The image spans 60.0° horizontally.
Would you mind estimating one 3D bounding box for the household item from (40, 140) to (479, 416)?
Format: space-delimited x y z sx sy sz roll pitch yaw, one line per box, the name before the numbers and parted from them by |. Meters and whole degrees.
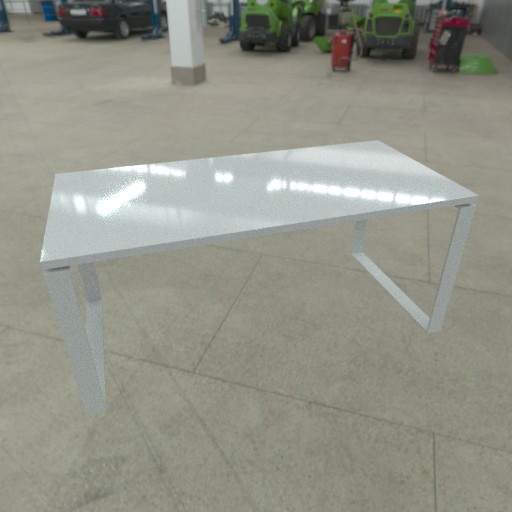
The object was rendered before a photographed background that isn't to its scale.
household item | 0.000 0.000 2.150 1.700 0.745 0.800 -10 33 -15
